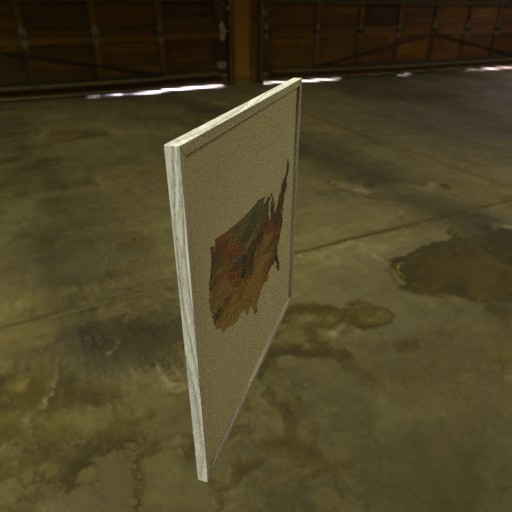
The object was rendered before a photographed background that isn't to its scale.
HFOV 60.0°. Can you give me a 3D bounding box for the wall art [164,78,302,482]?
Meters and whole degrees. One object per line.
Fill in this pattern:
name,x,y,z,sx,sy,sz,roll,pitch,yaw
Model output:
wall art,0.000,0.000,0.754,0.016,0.507,0.508,9,30,16
